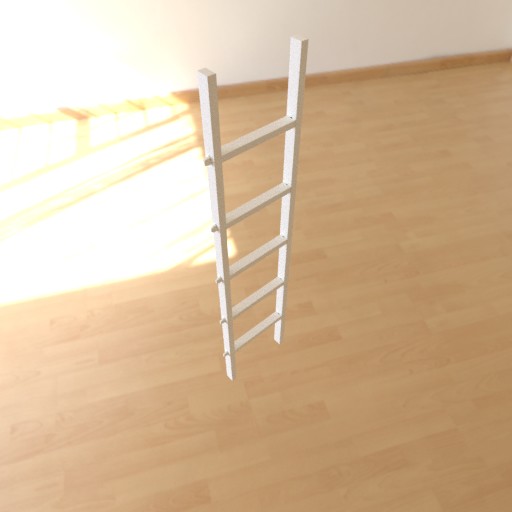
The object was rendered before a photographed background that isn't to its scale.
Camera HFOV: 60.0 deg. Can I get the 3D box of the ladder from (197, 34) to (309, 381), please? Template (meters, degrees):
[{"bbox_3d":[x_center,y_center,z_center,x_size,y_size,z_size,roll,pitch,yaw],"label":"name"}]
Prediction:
[{"bbox_3d":[0.000,0.000,1.998,0.452,1.797,0.051,-32,55,-26],"label":"ladder"}]
